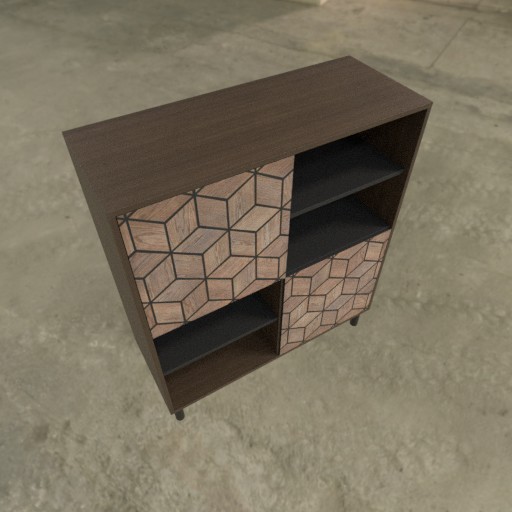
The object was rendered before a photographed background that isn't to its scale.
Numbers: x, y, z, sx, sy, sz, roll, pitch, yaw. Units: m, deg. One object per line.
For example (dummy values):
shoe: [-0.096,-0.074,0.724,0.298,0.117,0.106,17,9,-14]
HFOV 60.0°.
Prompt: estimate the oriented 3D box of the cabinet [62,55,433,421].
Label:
cabinet: [0.000,0.000,1.703,1.010,1.170,0.400,-23,51,-21]
